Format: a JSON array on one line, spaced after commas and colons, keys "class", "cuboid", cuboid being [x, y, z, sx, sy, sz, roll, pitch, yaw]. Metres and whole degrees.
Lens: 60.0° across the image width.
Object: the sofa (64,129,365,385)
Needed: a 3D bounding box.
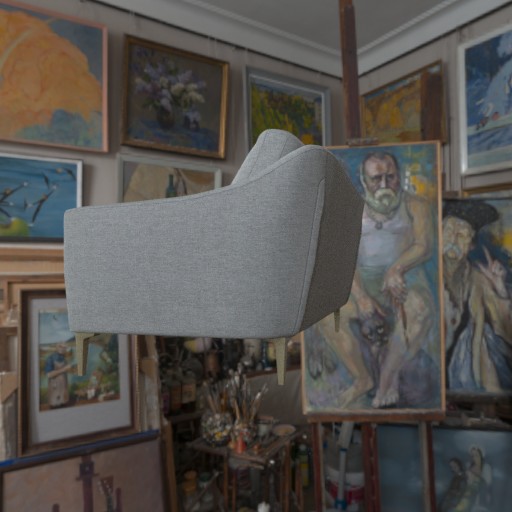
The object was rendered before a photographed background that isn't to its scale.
[{"class": "sofa", "cuboid": [0.000, 0.000, 2.207, 0.960, 0.904, 1.619, 0, -1, 19]}]
